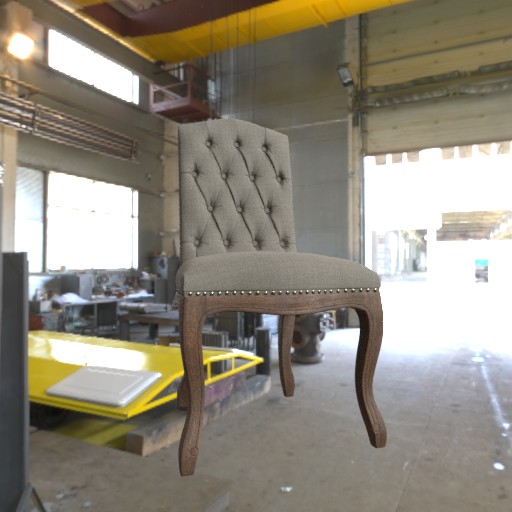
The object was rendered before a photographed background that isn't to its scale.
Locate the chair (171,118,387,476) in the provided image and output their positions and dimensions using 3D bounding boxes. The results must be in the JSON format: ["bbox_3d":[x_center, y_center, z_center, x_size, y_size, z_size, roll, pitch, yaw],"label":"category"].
[{"bbox_3d":[0.000,0.000,1.603,0.637,1.191,0.731,0,-1,-18],"label":"chair"}]
